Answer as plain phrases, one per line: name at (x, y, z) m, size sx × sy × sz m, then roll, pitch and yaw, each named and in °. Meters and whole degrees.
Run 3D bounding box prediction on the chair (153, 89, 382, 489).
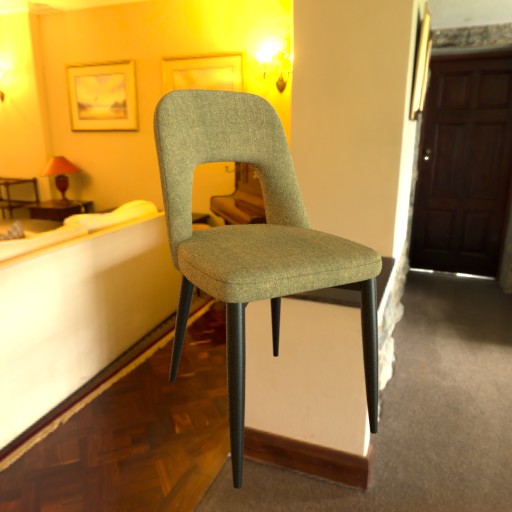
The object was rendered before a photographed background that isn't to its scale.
chair at (0.000, 0.000, 1.256) m, size 0.470 × 0.931 × 0.612 m, roll -8°, pitch 17°, yaw -27°
